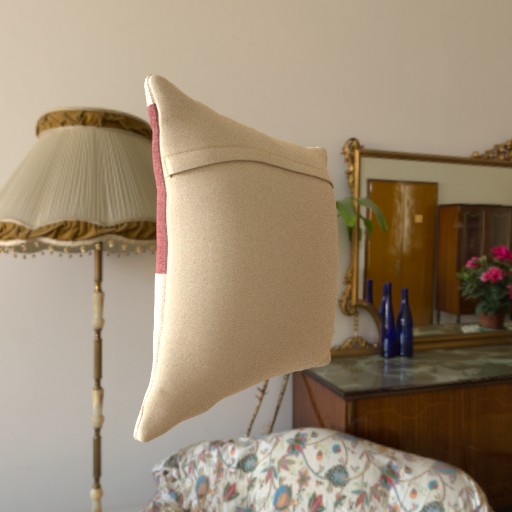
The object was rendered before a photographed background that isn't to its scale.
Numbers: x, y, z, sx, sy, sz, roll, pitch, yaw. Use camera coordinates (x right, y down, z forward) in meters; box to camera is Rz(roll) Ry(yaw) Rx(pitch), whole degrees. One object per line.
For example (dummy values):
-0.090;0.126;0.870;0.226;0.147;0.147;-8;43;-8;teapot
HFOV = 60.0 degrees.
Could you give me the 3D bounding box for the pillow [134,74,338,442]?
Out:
0.000;0.000;0.809;0.229;0.506;0.536;0;0;37;pillow
